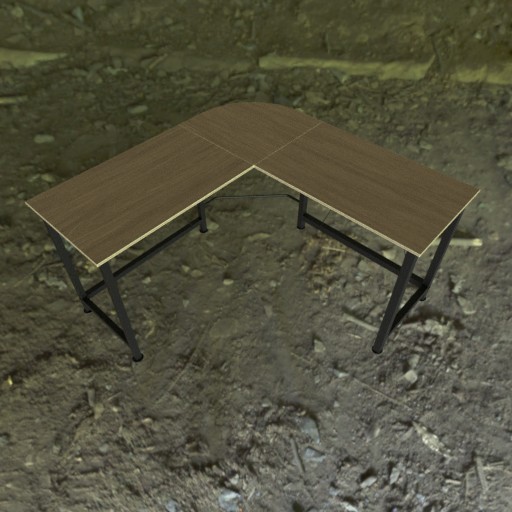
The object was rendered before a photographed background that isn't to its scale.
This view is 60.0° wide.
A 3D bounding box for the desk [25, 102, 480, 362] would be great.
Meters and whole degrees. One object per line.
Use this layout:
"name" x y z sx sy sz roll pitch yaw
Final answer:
"desk" 0.000 0.000 2.201 1.400 0.762 1.400 34 55 28
